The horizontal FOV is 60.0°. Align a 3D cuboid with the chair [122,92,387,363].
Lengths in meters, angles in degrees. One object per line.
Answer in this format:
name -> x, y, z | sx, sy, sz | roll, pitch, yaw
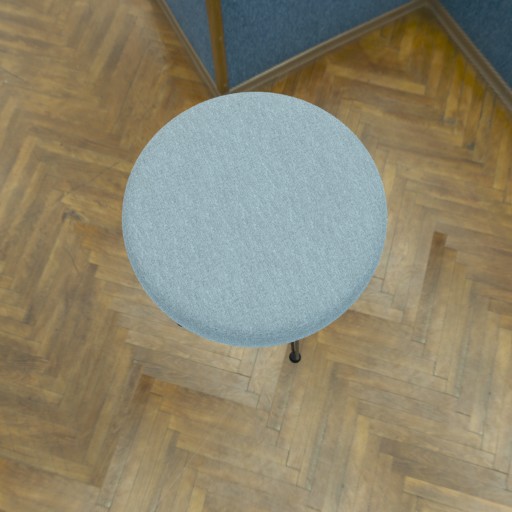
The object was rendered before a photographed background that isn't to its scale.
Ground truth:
chair -> 0.000, 0.000, 0.686 | 0.350, 0.440, 0.350 | -26, 77, -7
